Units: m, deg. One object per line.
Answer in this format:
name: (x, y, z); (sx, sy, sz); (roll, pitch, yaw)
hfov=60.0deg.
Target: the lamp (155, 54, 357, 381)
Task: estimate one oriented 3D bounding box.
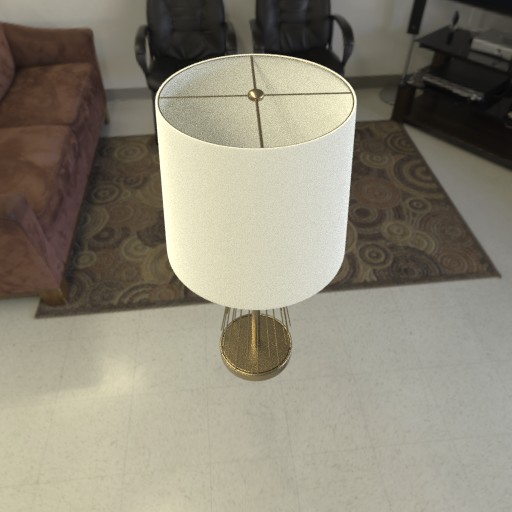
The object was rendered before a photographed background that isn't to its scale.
lamp: (0.000, 0.000, 0.794); (0.303, 0.618, 0.303); (0, 46, 0)
